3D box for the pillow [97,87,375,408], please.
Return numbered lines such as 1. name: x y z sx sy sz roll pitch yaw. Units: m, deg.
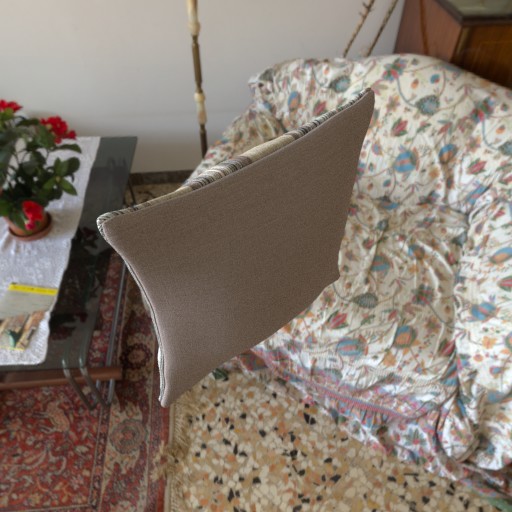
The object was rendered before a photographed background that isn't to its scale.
1. pillow: 0.000 0.000 0.689 0.435 0.416 0.189 -33 55 -27
